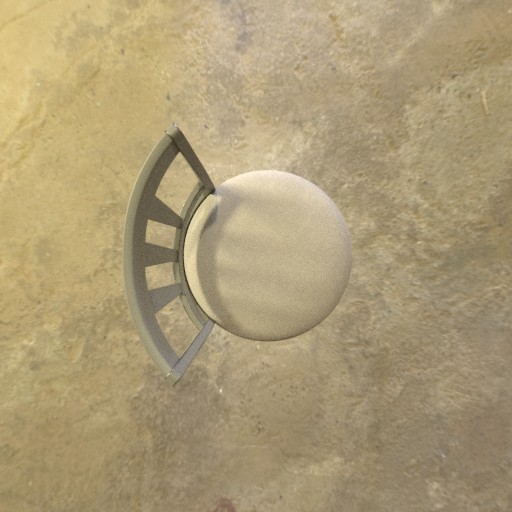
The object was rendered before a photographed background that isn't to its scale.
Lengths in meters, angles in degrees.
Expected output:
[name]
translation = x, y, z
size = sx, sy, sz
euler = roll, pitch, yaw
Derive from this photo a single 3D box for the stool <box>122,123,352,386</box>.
[stool]
translation = 0.000, 0.000, 1.245
size = 0.486, 0.994, 0.450
euler = 0, 90, -2
